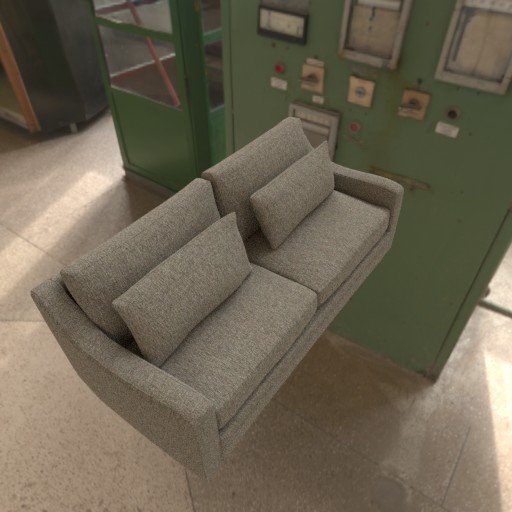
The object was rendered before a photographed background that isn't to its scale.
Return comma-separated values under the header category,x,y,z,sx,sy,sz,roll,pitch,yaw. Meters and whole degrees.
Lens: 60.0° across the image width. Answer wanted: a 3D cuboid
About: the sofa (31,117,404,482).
category,x,y,z,sx,sy,sz,roll,pitch,yaw
sofa,0.000,0.000,2.934,1.103,0.998,2.418,27,49,26
